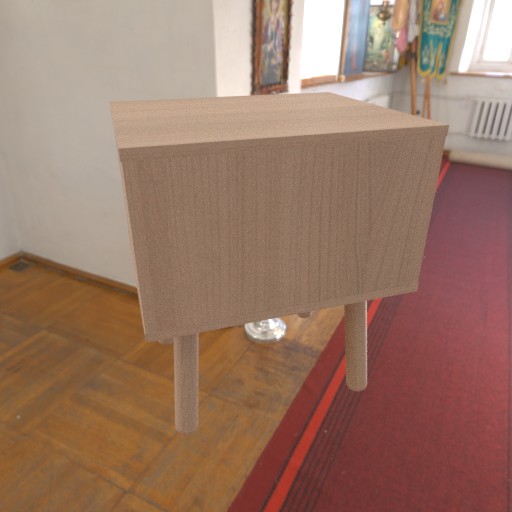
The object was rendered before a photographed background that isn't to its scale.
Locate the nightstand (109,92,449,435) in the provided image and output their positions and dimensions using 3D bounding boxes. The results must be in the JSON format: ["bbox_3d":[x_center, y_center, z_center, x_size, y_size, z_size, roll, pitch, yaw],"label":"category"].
[{"bbox_3d":[0.000,0.000,0.845,0.450,0.530,0.380,-8,28,-16],"label":"nightstand"}]
